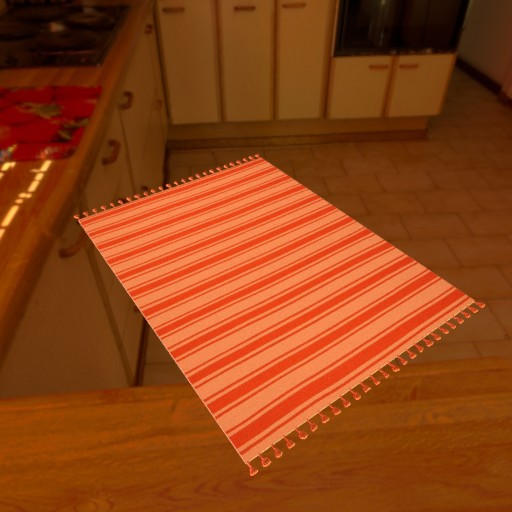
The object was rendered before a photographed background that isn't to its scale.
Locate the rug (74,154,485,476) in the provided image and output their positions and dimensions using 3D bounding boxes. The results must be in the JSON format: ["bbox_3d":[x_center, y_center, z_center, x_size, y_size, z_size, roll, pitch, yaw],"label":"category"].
[{"bbox_3d":[0.000,0.000,4.290,2.451,0.035,3.369,-25,46,-26],"label":"rug"}]
